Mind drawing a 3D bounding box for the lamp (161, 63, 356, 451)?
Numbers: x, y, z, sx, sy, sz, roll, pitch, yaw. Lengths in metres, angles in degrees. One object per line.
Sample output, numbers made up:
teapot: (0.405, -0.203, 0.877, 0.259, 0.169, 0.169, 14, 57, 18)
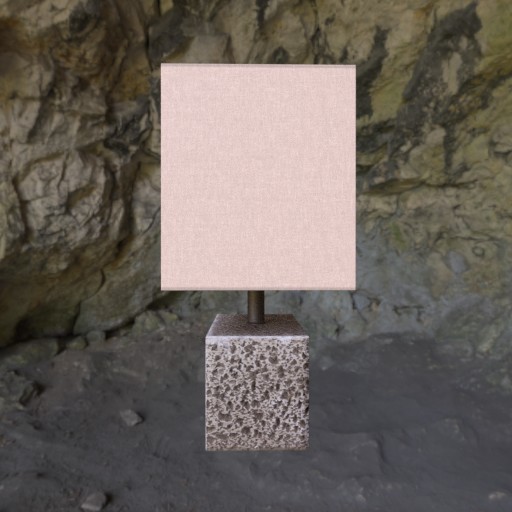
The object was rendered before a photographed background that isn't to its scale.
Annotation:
lamp: (0.000, 0.000, 0.556, 0.180, 0.411, 0.294, 0, 0, -1)
